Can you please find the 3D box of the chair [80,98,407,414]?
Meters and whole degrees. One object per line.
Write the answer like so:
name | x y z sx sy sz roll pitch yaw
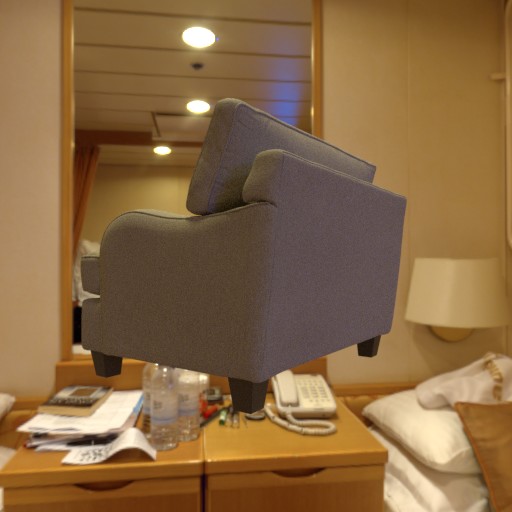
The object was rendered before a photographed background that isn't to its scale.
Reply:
chair | 0.000 0.000 2.062 1.041 1.016 1.220 0 -1 36
